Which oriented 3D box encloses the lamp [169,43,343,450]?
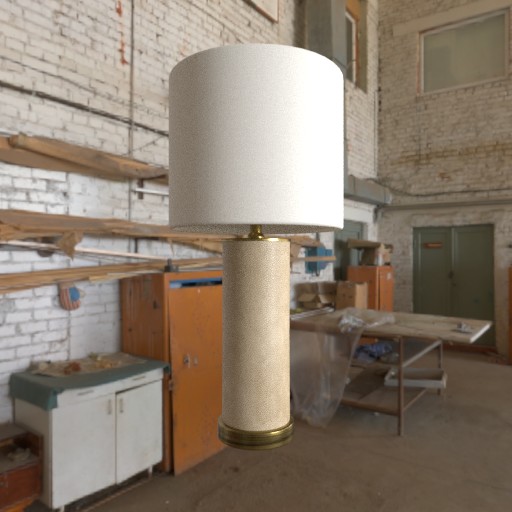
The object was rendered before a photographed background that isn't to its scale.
[{"bbox_3d":[0.000,0.000,0.789,0.305,0.634,0.305,0,0,-18],"label":"lamp"}]
